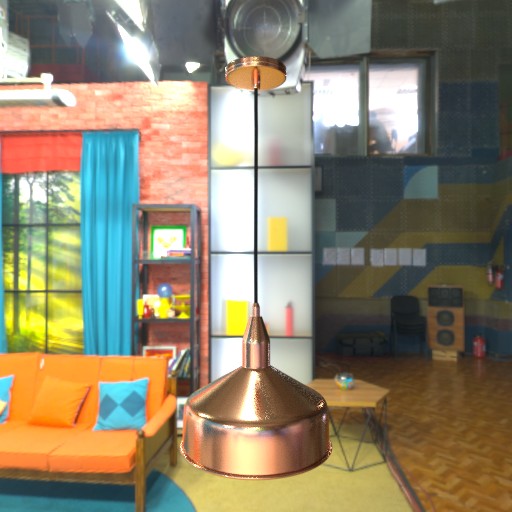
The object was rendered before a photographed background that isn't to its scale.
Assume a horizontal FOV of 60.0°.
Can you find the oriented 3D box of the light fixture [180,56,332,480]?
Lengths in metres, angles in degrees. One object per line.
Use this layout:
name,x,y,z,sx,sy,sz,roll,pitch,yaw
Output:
light fixture,0.000,0.000,0.893,0.301,0.754,0.301,1,-1,-37
